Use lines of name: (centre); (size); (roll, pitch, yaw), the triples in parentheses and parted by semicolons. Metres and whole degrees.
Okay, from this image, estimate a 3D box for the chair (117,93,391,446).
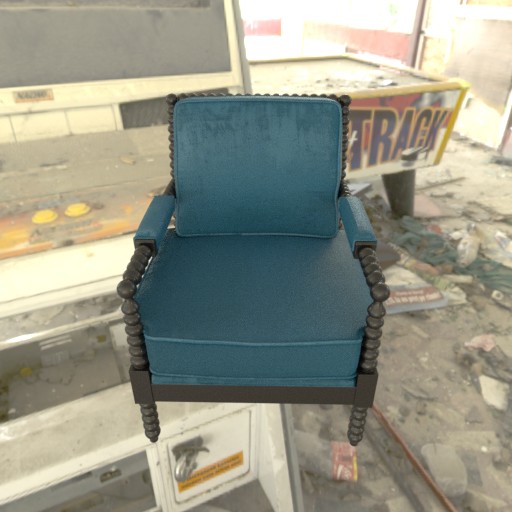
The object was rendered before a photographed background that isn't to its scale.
chair: (0.000, 0.000, 1.403); (0.688, 0.857, 0.805); (1, 31, 1)
